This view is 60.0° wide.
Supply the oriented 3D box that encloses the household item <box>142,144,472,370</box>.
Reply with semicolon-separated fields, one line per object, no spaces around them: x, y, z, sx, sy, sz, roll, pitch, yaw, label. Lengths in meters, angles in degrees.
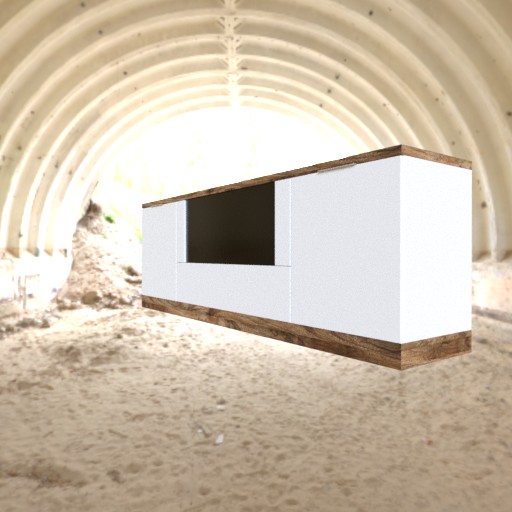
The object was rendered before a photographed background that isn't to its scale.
0.000;0.000;2.031;0.390;0.615;1.800;0;0;-37;household item
